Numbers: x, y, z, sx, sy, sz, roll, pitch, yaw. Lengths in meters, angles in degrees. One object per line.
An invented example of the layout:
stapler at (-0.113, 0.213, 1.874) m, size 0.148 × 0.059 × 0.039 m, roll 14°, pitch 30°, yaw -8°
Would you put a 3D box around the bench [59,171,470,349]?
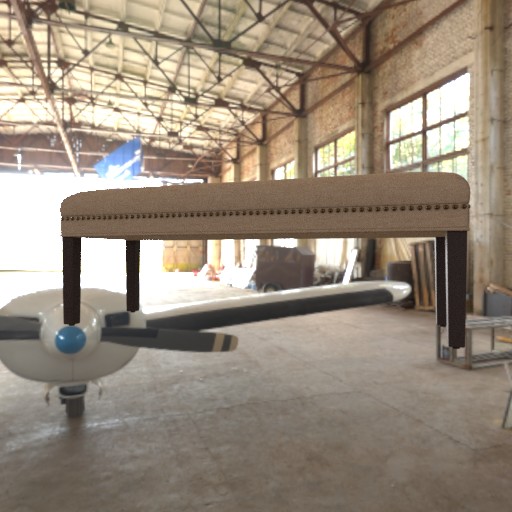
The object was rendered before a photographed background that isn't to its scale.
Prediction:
bench at (0.000, 0.000, 1.448) m, size 1.219 × 0.457 × 0.410 m, roll 0°, pitch 0°, yaw 18°
